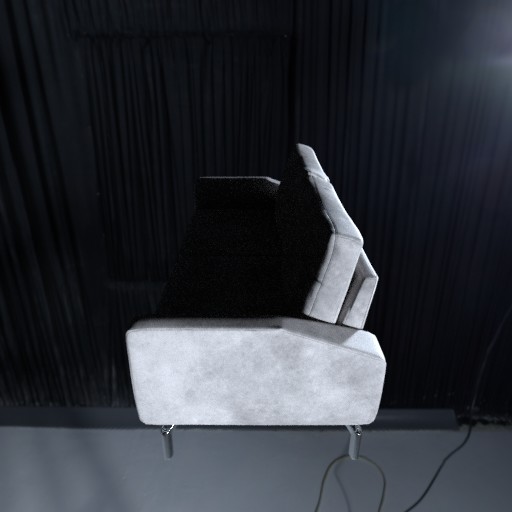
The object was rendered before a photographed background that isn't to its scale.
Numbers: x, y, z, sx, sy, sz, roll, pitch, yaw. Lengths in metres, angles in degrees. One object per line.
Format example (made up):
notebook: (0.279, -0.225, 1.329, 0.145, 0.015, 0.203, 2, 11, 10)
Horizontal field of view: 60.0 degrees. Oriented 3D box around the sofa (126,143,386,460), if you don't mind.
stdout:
sofa: (0.000, 0.000, 2.271, 0.849, 0.859, 1.837, 0, 25, 0)
